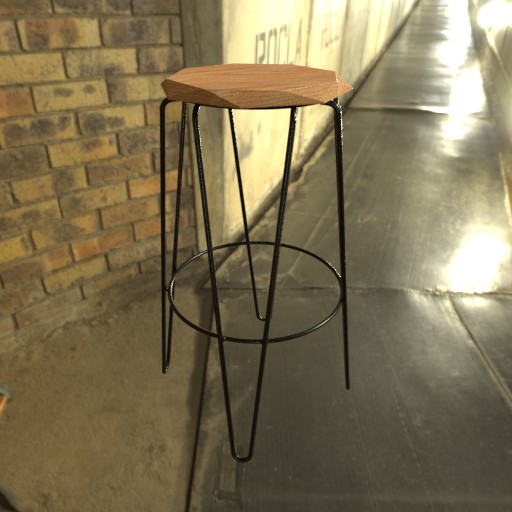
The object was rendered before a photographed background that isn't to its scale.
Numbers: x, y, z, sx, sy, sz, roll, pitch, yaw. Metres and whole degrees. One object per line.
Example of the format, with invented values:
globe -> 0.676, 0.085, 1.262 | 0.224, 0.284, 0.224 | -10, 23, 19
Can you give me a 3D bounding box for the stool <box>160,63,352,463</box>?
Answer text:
stool -> 0.000, 0.000, 0.797 | 0.326, 0.610, 0.326 | -22, 37, -32
